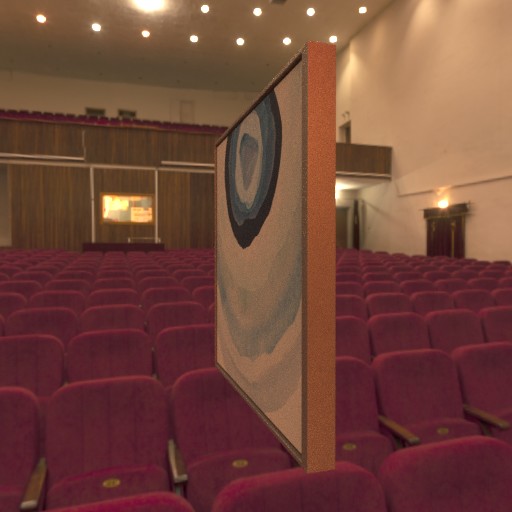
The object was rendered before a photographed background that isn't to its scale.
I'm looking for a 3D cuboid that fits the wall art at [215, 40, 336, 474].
[{"bbox_3d":[0.000,0.000,0.526,0.028,0.349,0.349,0,1,-17],"label":"wall art"}]
